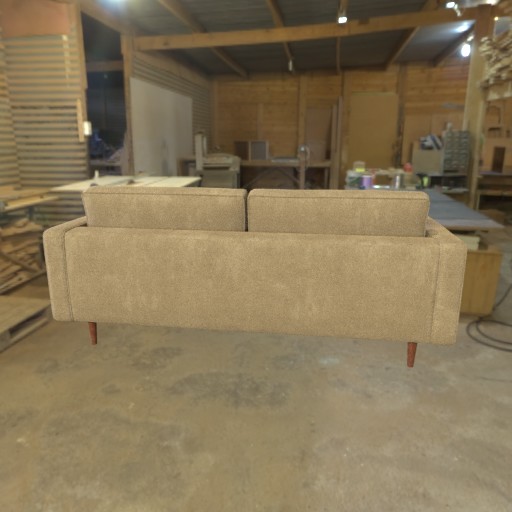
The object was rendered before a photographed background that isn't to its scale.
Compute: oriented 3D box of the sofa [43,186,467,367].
[{"bbox_3d":[0.000,0.000,2.362,1.883,0.769,0.920,2,15,8],"label":"sofa"}]
